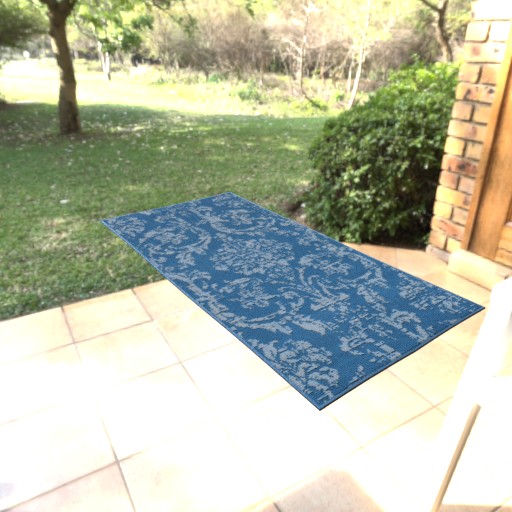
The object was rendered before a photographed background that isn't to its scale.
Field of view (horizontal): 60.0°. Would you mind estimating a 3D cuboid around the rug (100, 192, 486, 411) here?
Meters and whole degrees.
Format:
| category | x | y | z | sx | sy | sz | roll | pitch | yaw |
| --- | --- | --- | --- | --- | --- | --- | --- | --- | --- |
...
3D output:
| category | x | y | z | sx | sy | sz | roll | pitch | yaw |
| --- | --- | --- | --- | --- | --- | --- | --- | --- | --- |
| rug | 0.000 | 0.000 | 1.445 | 0.604 | 0.007 | 1.219 | -18 | 31 | -32 |
